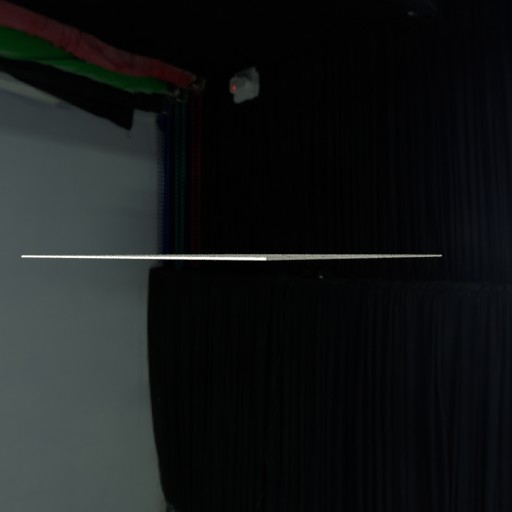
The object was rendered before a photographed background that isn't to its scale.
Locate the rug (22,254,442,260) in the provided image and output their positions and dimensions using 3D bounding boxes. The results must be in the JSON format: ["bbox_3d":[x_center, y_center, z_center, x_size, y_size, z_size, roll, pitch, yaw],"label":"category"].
[{"bbox_3d":[0.000,0.000,4.046,2.446,0.015,3.046,0,1,37],"label":"rug"}]
